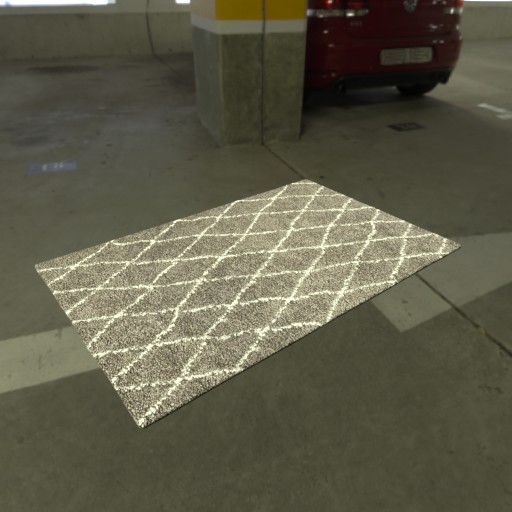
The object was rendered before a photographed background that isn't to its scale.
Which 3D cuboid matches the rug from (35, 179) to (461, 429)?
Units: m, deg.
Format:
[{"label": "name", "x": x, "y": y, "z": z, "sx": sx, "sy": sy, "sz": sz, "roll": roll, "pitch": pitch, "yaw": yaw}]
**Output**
[{"label": "rug", "x": 0.000, "y": 0.000, "z": 3.372, "sx": 2.743, "sy": 0.030, "sz": 1.778, "roll": -22, "pitch": 38, "yaw": -32}]
